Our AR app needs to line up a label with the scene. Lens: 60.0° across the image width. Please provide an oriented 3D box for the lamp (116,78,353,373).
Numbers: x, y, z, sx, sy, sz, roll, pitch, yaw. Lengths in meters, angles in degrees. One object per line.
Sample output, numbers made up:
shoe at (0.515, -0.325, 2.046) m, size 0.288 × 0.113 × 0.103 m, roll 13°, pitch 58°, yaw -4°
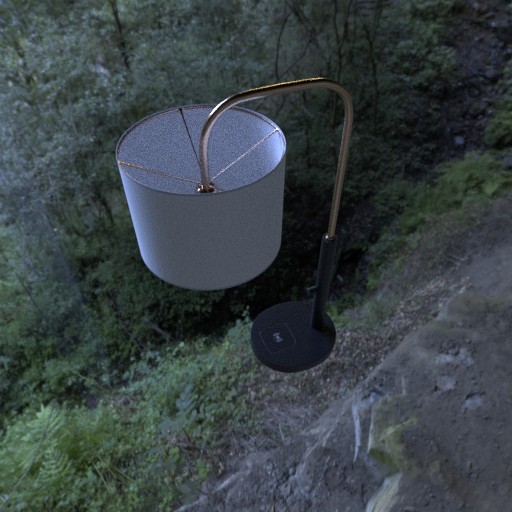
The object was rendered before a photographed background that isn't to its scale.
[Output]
lamp at (0.000, 0.000, 0.696) m, size 0.337 × 0.540 × 0.199 m, roll -16°, pitch 47°, yaw -15°
